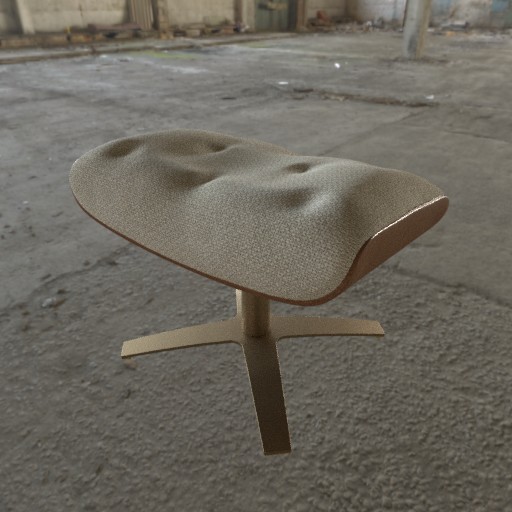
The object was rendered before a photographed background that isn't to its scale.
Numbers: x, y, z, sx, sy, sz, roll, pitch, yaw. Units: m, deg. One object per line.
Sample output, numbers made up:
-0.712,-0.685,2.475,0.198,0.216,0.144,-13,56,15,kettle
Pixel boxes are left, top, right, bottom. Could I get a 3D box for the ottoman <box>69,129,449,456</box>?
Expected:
0.000,0.000,0.786,0.520,0.391,0.394,21,36,32,ottoman
